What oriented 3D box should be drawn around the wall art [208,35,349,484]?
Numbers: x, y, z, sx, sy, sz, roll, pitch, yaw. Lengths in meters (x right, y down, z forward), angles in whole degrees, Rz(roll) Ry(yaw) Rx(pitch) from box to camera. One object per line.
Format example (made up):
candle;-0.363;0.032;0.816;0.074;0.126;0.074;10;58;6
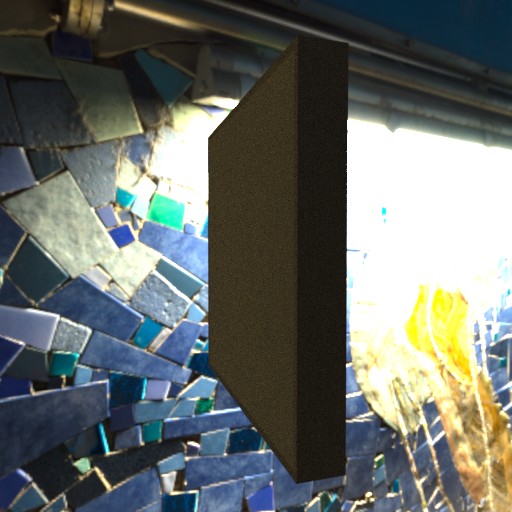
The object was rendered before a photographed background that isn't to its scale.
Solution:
wall art;0.000;0.000;0.450;0.038;0.303;0.304;-1;2;-17
